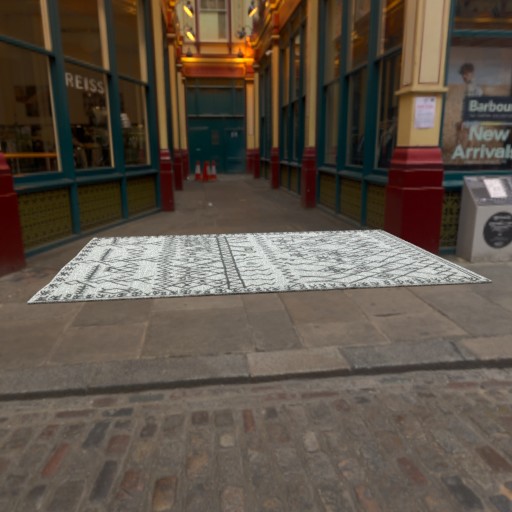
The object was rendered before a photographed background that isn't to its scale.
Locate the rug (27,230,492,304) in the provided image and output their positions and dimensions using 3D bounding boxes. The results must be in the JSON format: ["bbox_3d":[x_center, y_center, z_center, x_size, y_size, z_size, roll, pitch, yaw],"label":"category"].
[{"bbox_3d":[0.000,0.000,4.742,3.824,0.019,2.393,-2,14,-8],"label":"rug"}]
